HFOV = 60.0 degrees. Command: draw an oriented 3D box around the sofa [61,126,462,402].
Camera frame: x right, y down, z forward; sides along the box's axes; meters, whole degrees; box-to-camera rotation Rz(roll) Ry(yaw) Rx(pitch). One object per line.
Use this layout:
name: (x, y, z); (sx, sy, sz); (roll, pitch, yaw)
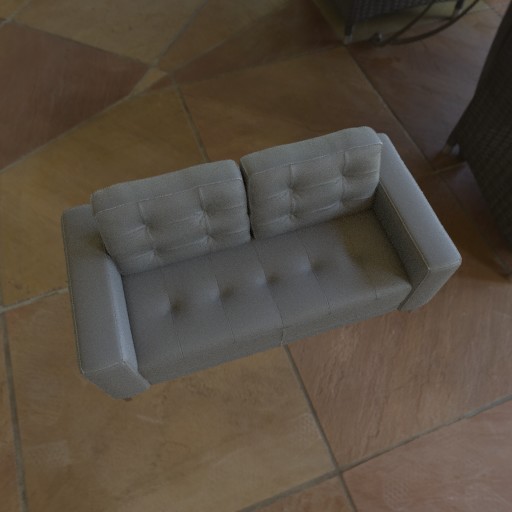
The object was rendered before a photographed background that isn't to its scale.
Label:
sofa: (0.000, 0.000, 2.195); (1.726, 0.893, 0.833); (-15, 62, -8)
